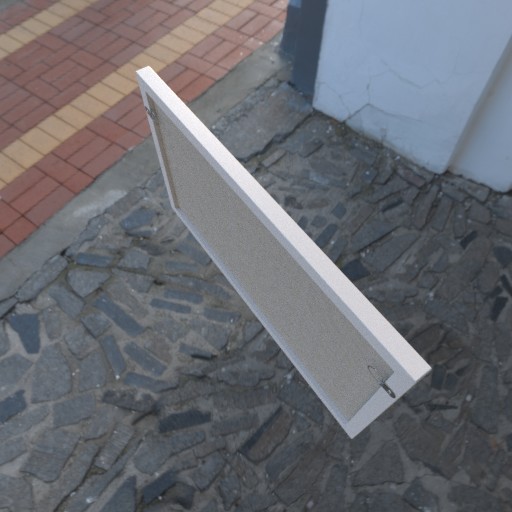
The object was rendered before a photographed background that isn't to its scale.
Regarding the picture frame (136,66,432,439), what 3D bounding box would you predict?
[{"bbox_3d":[0.000,0.000,0.782,0.044,0.379,0.647,-32,64,-18],"label":"picture frame"}]
